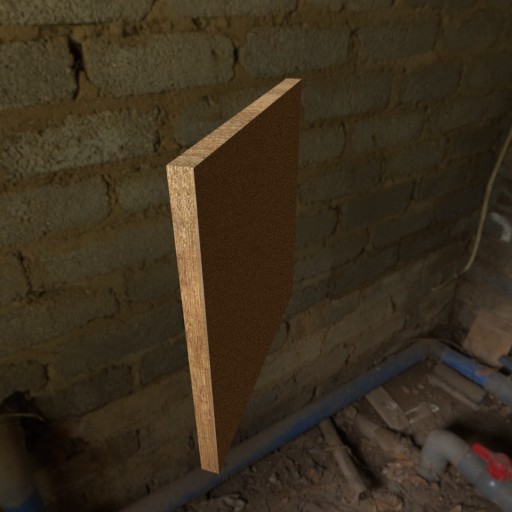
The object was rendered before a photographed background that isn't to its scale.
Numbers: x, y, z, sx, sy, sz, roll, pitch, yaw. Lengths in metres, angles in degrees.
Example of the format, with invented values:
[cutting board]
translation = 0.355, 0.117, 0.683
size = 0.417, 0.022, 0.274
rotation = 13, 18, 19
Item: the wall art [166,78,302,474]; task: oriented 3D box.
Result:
[wall art]
translation = 0.000, 0.000, 0.932
size = 0.042, 0.608, 0.611
rotation = 9, 32, 14
